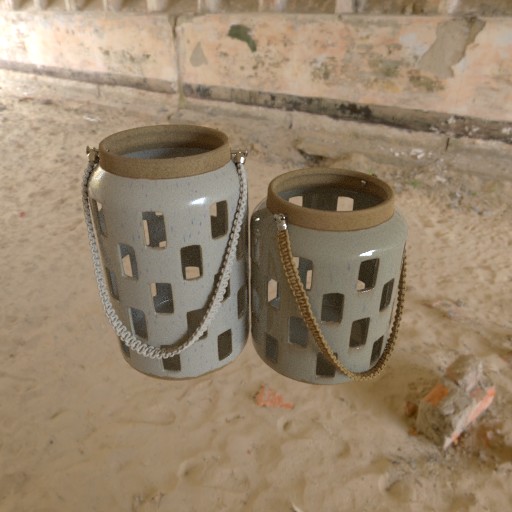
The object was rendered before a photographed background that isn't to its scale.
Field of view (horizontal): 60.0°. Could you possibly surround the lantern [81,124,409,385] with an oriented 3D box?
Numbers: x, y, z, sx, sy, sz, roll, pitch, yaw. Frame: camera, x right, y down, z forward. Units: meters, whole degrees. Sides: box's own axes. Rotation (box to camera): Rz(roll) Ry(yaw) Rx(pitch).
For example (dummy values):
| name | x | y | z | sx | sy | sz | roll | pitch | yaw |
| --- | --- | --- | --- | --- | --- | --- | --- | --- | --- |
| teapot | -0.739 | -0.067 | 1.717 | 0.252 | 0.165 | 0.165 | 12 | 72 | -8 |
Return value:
| name | x | y | z | sx | sy | sz | roll | pitch | yaw |
| --- | --- | --- | --- | --- | --- | --- | --- | --- | --- |
| lantern | 0.000 | 0.000 | 0.496 | 0.347 | 0.255 | 0.184 | 1 | 30 | 2 |
